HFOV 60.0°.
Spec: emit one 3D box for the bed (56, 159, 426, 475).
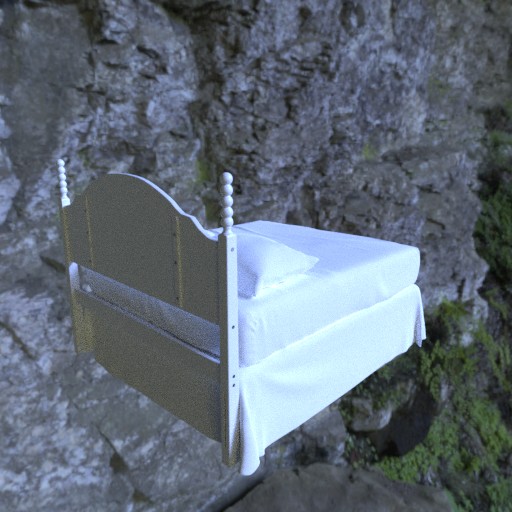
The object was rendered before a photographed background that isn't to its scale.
[{"bbox_3d":[0.000,0.000,3.146,1.873,1.356,2.040,14,20,43],"label":"bed"}]
